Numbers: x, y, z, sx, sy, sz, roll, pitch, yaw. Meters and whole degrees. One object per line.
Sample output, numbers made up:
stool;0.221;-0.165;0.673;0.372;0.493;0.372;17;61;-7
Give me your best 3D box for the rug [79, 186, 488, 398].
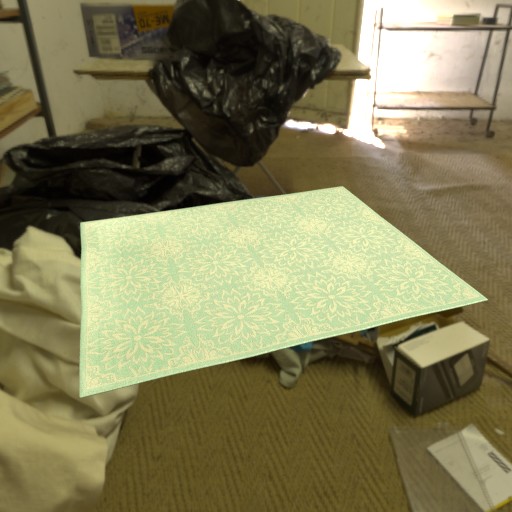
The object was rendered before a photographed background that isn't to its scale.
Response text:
rug;0.000;0.000;3.960;2.980;0.012;2.363;-10;33;-16
